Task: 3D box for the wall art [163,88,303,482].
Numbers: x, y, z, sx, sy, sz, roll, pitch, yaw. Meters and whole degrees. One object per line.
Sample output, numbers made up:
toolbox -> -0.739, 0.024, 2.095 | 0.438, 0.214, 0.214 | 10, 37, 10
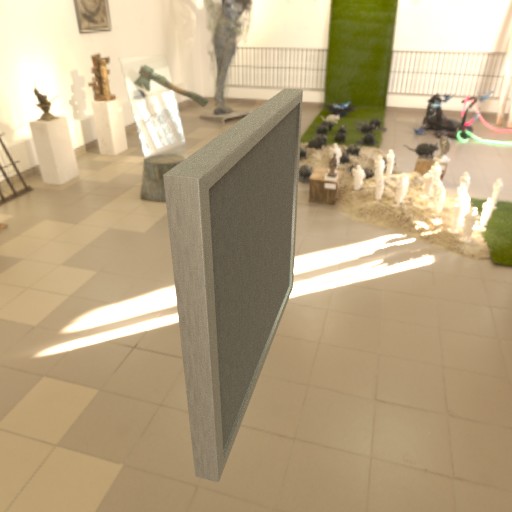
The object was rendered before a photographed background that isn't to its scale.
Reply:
wall art -> 0.000, 0.000, 0.541 | 0.028, 0.330, 0.380 | 8, 30, 14
